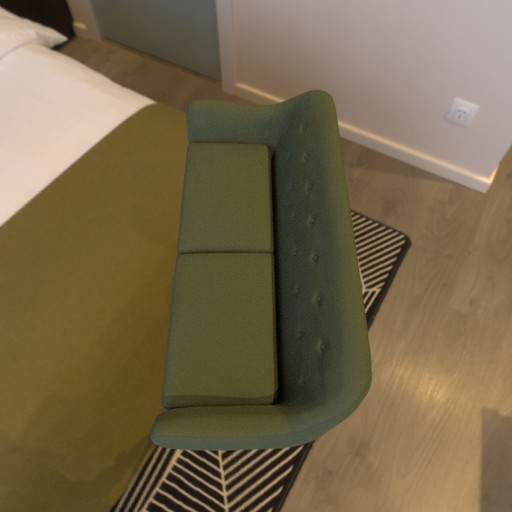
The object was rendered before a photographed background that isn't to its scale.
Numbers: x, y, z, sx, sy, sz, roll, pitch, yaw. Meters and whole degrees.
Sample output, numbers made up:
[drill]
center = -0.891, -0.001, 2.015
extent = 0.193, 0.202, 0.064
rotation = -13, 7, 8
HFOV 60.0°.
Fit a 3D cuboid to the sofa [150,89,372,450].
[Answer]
[sofa]
center = 0.000, 0.000, 2.240
extent = 0.820, 0.836, 1.840
rotation = 0, 59, 0
